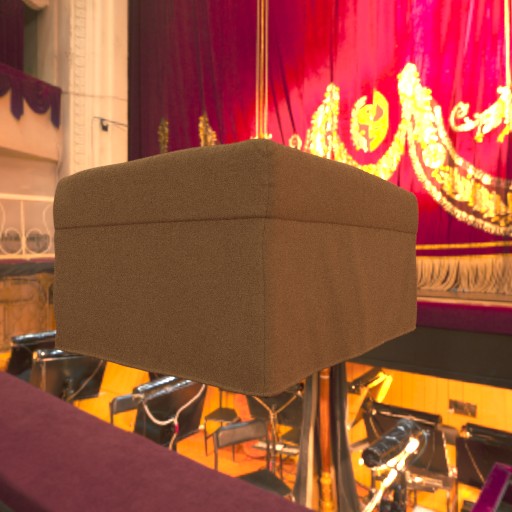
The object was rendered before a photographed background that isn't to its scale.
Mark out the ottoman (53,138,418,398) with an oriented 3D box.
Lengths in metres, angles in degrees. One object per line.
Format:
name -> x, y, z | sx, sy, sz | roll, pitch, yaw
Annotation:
ottoman -> 0.000, 0.000, 1.221 | 0.650, 0.485, 0.833 | 0, 1, 36
